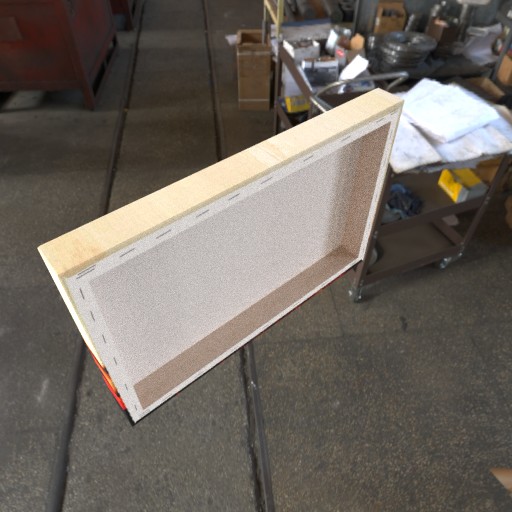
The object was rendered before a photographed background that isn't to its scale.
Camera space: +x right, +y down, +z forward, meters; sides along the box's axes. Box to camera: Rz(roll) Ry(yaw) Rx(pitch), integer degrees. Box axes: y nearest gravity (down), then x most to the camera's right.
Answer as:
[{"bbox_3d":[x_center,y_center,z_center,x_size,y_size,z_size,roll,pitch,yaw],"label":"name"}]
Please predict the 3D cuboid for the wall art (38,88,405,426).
[{"bbox_3d":[0.000,0.000,0.485,0.383,0.251,0.037,-32,54,-26],"label":"wall art"}]
